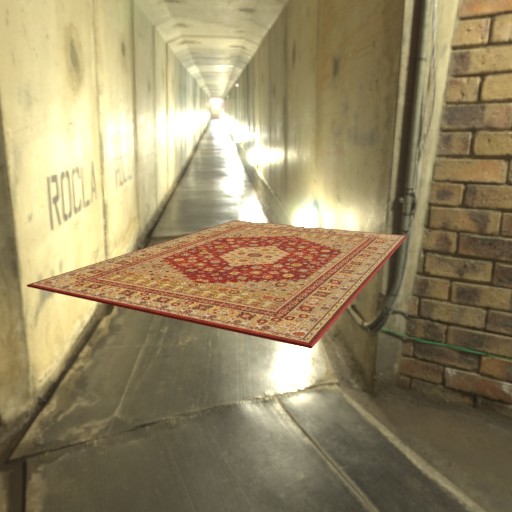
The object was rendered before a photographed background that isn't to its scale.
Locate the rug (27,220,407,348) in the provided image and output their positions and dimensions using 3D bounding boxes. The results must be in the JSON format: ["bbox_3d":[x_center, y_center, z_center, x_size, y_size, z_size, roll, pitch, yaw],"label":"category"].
[{"bbox_3d":[0.000,0.000,2.945,1.593,0.013,2.211,7,16,26],"label":"rug"}]
